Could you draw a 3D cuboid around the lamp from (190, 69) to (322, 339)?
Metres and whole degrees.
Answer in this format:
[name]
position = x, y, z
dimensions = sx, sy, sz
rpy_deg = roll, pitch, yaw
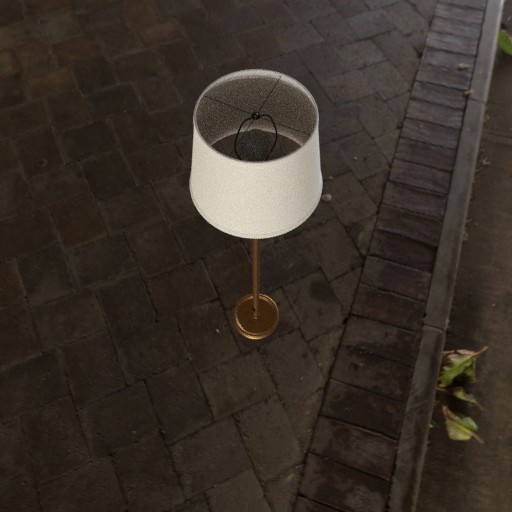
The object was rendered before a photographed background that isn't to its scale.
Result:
[lamp]
position = 0.000, 0.000, 0.805
dimensions = 0.178, 0.710, 0.178
rpy_deg = 0, 64, 0
